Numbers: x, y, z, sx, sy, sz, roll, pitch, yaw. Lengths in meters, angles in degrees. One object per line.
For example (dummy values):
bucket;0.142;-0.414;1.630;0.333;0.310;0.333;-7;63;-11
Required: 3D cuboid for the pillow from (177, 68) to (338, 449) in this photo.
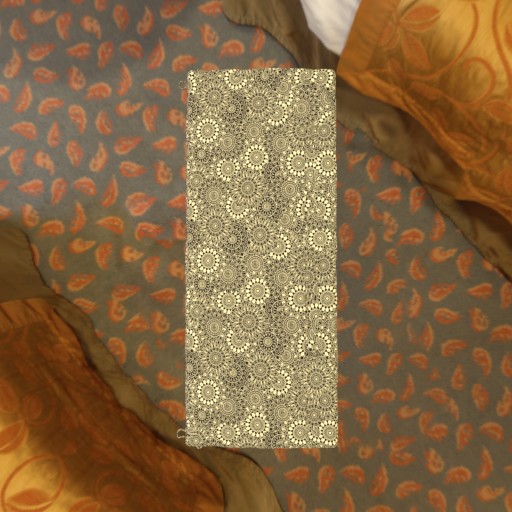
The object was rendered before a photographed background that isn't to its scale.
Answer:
pillow;0.000;0.000;1.362;0.492;0.081;1.187;0;88;1
